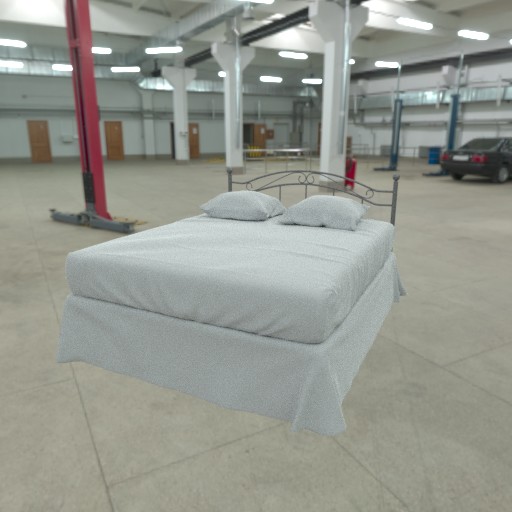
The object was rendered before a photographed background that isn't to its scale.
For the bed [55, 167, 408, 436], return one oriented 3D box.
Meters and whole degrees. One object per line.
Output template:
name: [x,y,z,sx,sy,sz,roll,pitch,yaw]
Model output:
bed: [0.000,0.000,3.234,1.936,1.080,2.215,7,17,25]
